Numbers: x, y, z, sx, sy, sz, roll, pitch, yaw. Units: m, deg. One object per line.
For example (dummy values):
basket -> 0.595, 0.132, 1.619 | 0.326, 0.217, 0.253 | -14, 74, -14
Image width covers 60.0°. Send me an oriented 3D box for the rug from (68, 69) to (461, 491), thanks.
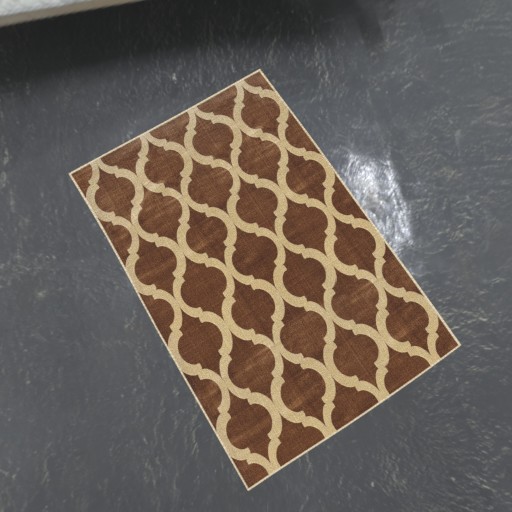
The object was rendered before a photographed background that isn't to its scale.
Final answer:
rug -> 0.000, 0.000, 2.814 | 1.522, 0.008, 2.284 | -31, 78, -7
